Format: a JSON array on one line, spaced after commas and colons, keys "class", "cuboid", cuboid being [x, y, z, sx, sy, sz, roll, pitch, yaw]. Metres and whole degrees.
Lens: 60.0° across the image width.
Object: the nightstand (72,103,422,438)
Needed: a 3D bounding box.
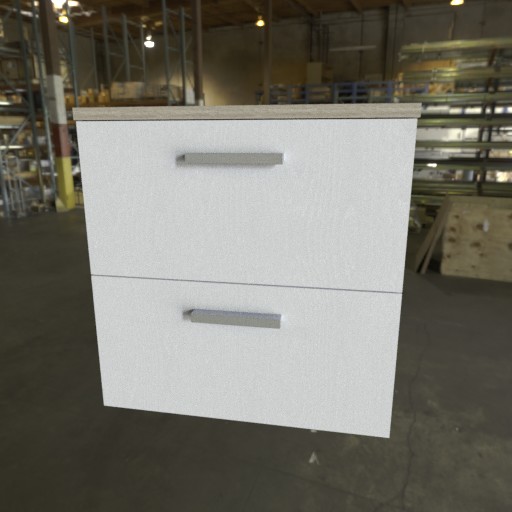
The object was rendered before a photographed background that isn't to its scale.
[{"class": "nightstand", "cuboid": [0.000, 0.000, 0.746, 0.442, 0.461, 0.325, 3, 15, 10]}]
